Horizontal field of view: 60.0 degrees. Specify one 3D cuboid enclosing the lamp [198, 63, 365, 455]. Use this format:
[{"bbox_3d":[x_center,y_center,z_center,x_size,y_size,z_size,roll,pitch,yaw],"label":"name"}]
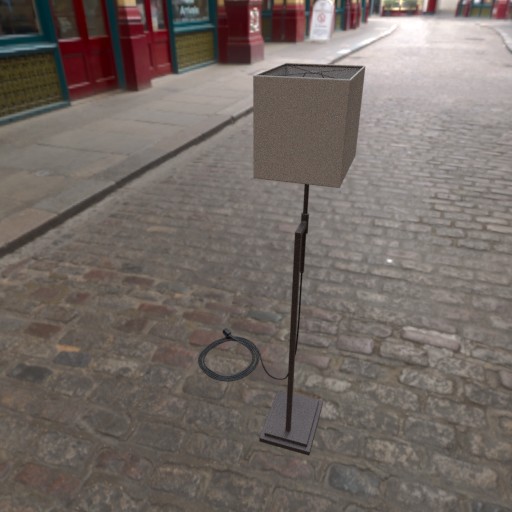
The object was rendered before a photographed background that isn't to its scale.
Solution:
[{"bbox_3d":[0.000,0.000,1.985,0.774,1.600,0.698,9,31,16],"label":"lamp"}]
